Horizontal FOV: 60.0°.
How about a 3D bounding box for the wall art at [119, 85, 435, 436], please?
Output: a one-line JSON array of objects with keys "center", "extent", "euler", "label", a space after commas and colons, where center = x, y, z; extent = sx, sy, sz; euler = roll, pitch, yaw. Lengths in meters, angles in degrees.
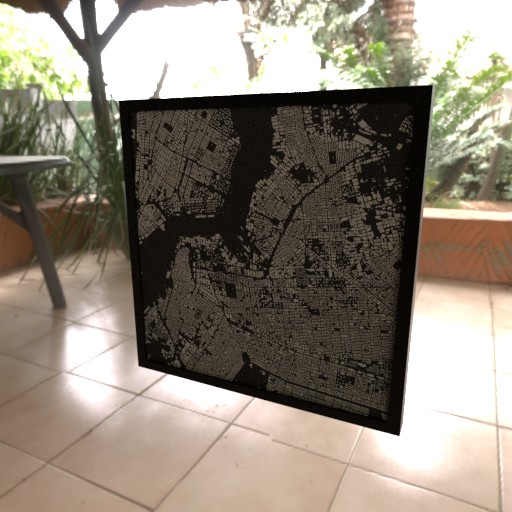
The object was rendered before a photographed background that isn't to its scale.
[{"center": [0.000, 0.000, 0.737], "extent": [0.506, 0.506, 0.038], "euler": [7, 16, 25], "label": "wall art"}]
